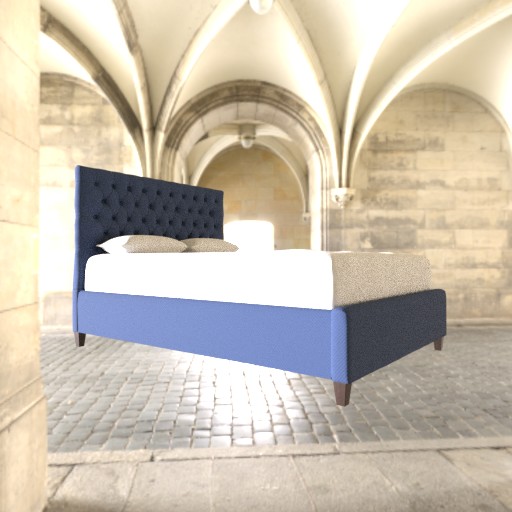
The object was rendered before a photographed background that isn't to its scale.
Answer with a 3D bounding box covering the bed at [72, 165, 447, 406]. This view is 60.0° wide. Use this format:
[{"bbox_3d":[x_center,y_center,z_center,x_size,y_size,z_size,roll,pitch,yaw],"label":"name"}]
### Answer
[{"bbox_3d":[0.000,0.000,3.442,2.387,1.427,1.706,0,0,38],"label":"bed"}]
